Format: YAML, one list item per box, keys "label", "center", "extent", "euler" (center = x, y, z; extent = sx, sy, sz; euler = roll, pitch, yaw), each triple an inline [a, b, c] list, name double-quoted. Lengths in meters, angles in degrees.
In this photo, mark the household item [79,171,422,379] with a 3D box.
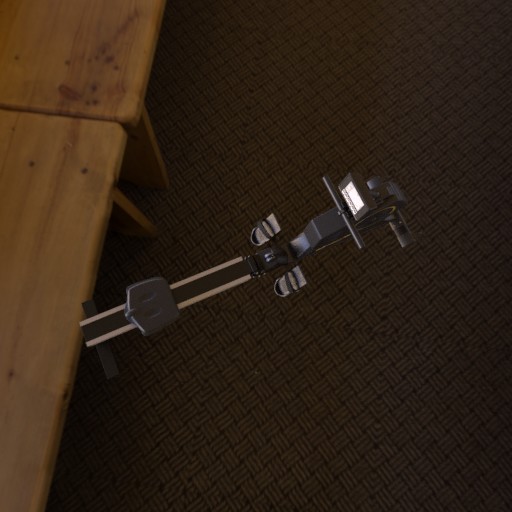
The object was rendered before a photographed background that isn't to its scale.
- label: "household item"
  center: [0.000, 0.000, 2.585]
  extent: [2.251, 0.810, 0.521]
  euler: [-23, 77, -6]
